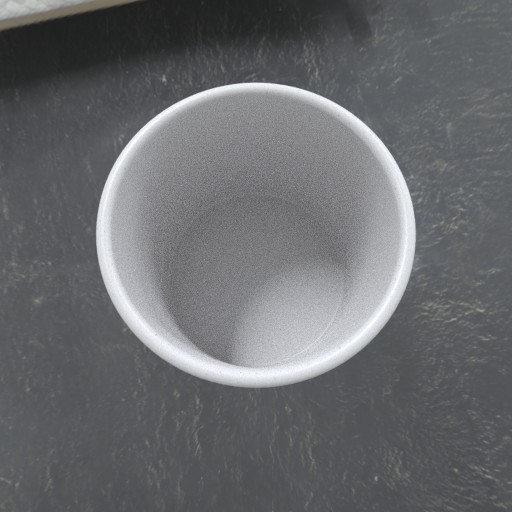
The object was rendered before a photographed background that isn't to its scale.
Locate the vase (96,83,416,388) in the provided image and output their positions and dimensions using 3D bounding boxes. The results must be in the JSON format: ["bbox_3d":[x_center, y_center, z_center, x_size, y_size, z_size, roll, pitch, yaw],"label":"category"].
[{"bbox_3d":[0.000,0.000,0.249,0.137,0.127,0.137,0,76,0],"label":"vase"}]
